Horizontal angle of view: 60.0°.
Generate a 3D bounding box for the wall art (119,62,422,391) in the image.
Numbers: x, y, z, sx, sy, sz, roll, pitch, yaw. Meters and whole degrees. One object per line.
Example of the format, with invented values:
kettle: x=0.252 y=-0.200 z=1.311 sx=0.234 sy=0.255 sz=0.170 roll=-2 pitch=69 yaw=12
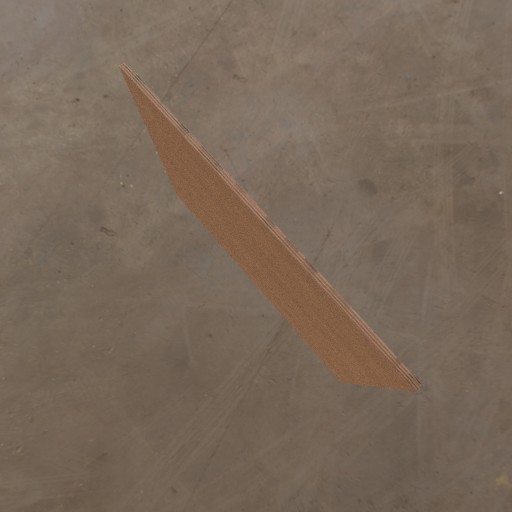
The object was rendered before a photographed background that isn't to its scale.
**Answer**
wall art: x=0.000 y=0.000 z=0.696 sx=0.010 sy=0.408 sz=0.508 roll=-40 pitch=79 yaw=-9
